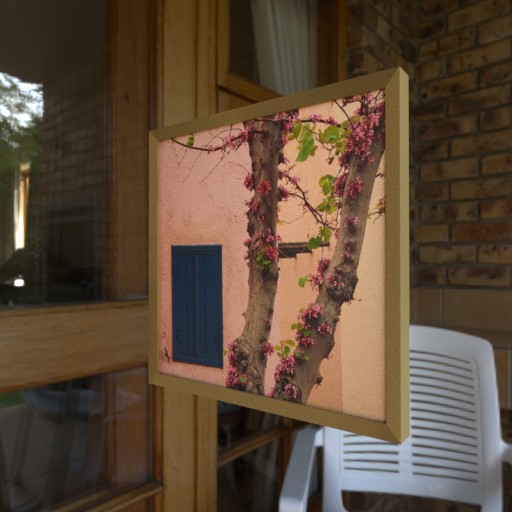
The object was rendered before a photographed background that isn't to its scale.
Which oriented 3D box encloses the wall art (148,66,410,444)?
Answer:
[{"bbox_3d":[0.000,0.000,0.760,0.507,0.508,0.038,0,-1,36],"label":"wall art"}]
